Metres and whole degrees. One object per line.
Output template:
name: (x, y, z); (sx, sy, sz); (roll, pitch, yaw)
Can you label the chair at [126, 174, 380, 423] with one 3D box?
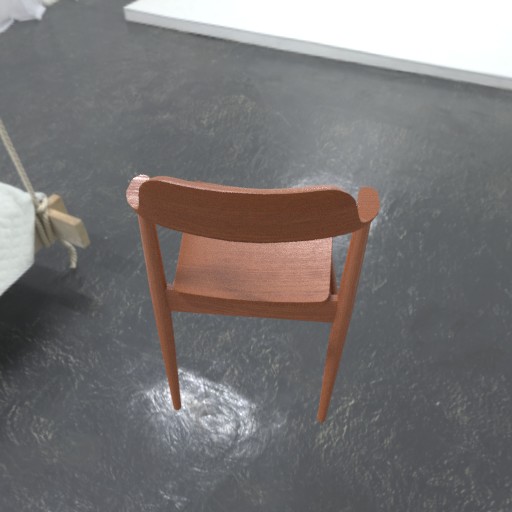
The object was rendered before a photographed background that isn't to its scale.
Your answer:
chair: (0.000, 0.000, 1.137); (0.496, 0.801, 0.499); (4, 47, 3)
